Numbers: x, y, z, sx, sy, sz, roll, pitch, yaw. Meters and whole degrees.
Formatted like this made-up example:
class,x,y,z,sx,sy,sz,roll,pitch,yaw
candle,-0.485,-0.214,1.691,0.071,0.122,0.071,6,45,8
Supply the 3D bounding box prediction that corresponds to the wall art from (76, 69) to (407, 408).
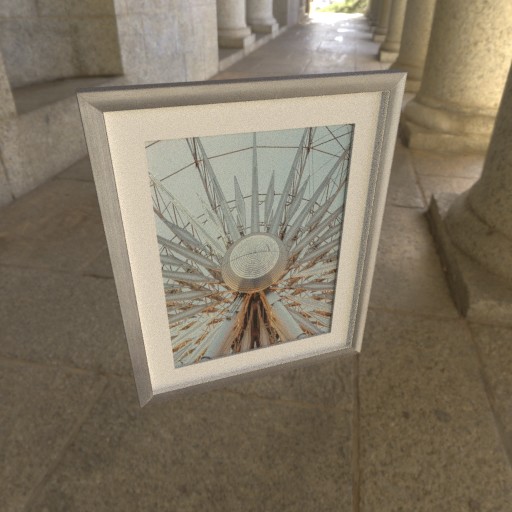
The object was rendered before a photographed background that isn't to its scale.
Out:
class,x,y,z,sx,sy,sz,roll,pitch,yaw
wall art,0.000,0.000,0.742,0.458,0.558,0.029,-10,33,-15
